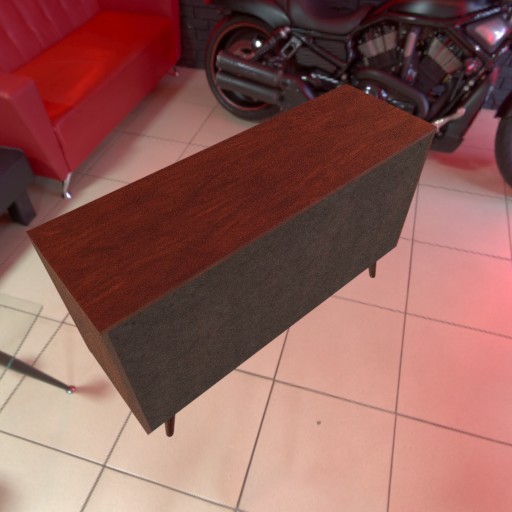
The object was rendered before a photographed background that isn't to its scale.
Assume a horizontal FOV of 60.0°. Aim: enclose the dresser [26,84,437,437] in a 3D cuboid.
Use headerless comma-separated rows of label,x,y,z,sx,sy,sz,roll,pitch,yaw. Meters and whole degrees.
dresser,0.000,0.000,1.896,1.472,0.889,0.500,-32,55,-26
